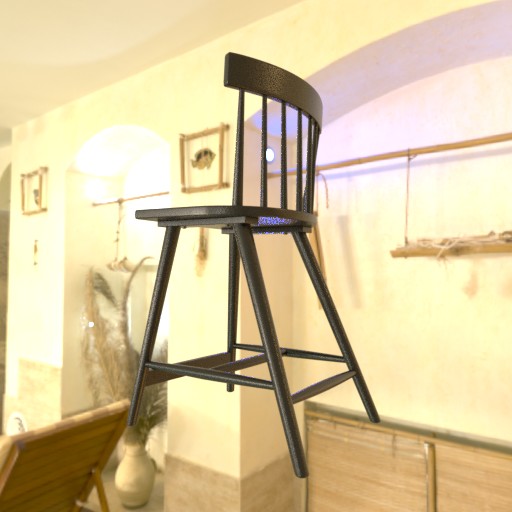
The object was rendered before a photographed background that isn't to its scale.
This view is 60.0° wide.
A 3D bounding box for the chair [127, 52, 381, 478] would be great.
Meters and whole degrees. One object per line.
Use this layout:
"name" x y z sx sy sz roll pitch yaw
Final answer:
"chair" 0.000 0.000 1.276 0.572 0.952 0.483 -2 -3 36
